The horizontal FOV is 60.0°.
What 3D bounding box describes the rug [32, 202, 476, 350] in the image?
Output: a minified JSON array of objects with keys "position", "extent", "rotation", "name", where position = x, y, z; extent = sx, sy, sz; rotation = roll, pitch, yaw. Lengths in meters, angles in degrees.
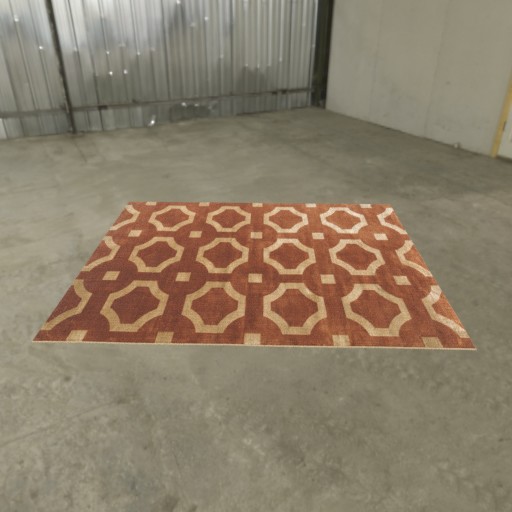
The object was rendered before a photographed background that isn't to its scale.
[{"position":[0.000,0.000,4.100],"extent":[3.049,0.021,2.466],"rotation":[1,30,1],"name":"rug"}]
